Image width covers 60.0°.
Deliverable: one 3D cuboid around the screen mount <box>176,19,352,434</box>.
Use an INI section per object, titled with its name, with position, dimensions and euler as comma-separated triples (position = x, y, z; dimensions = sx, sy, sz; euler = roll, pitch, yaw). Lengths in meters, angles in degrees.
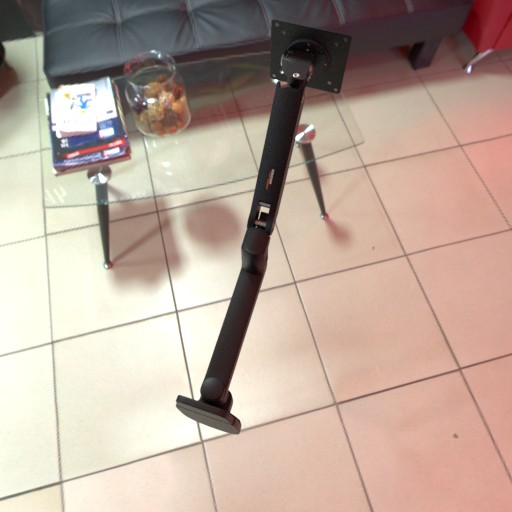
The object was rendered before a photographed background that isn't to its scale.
[screen mount]
position = 0.000, 0.000, 0.712
dimensions = 0.115, 0.466, 0.495
euler = 16, 64, 8
